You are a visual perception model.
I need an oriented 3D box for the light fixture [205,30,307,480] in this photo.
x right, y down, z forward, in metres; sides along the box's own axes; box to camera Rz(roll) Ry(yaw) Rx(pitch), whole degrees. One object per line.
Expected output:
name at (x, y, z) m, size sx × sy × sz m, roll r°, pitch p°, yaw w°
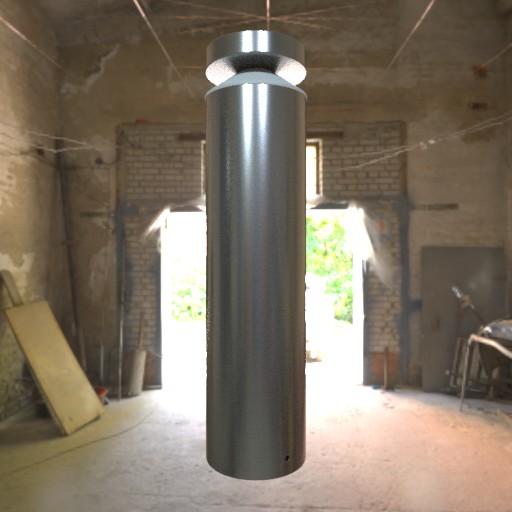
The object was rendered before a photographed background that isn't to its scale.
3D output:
light fixture at (0.000, 0.000, 0.444) m, size 0.102 × 0.400 × 0.102 m, roll -1°, pitch 1°, yaw -35°
